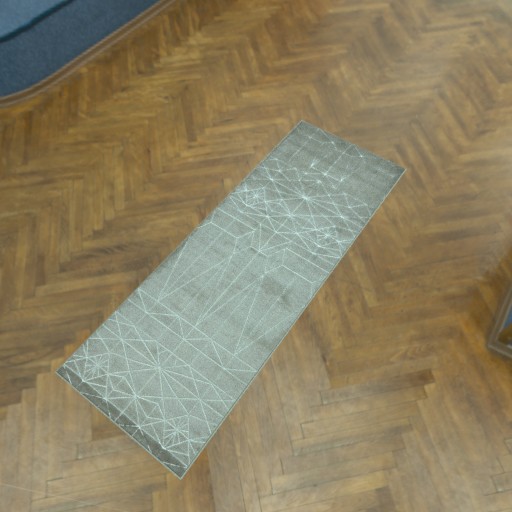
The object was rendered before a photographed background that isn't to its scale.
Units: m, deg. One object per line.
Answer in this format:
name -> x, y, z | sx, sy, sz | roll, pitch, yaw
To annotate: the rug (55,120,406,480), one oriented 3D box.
rug -> 0.000, 0.000, 2.695 | 0.864, 0.012, 2.388 | 31, 62, 18
